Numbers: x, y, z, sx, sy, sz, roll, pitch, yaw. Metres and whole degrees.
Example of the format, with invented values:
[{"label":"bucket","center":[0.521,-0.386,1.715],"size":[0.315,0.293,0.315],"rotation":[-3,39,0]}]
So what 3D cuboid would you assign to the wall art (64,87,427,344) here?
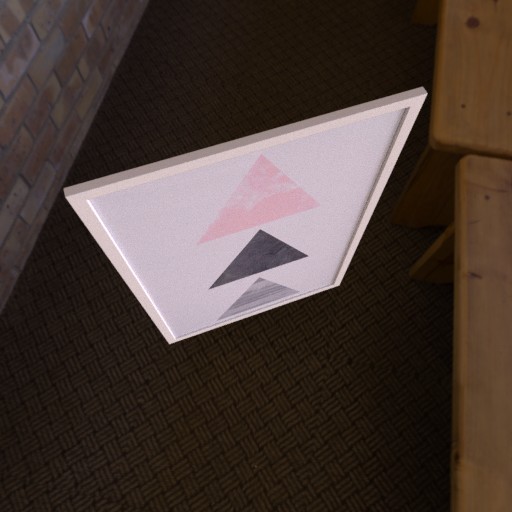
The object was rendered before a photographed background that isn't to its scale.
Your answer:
[{"label":"wall art","center":[0.000,0.000,0.825],"size":[0.456,0.656,0.013],"rotation":[-18,66,-8]}]
